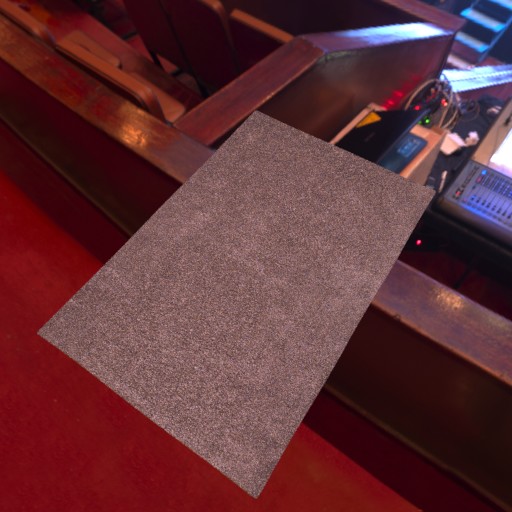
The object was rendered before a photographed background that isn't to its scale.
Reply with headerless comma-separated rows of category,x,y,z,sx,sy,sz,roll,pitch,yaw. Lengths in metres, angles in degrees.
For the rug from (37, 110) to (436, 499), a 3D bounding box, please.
rug,0.000,0.000,3.360,1.802,0.026,2.699,29,63,17
